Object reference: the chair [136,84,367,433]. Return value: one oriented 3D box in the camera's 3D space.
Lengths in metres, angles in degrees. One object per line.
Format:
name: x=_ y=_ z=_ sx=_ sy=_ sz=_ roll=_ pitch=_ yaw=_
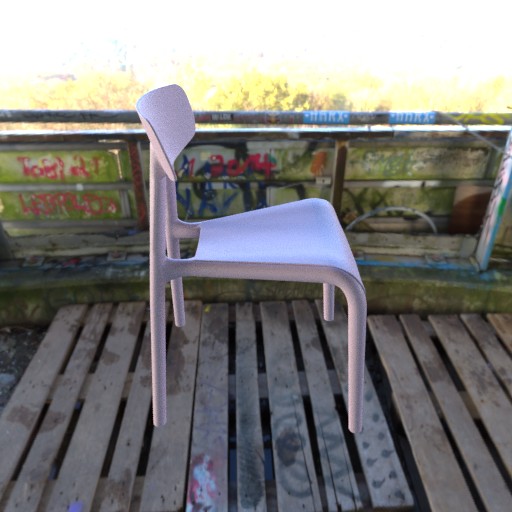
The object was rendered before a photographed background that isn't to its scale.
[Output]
chair: x=0.000 y=0.000 z=0.843 sx=0.401 sy=0.580 sz=0.356 roll=0 pitch=31 yaw=-1
